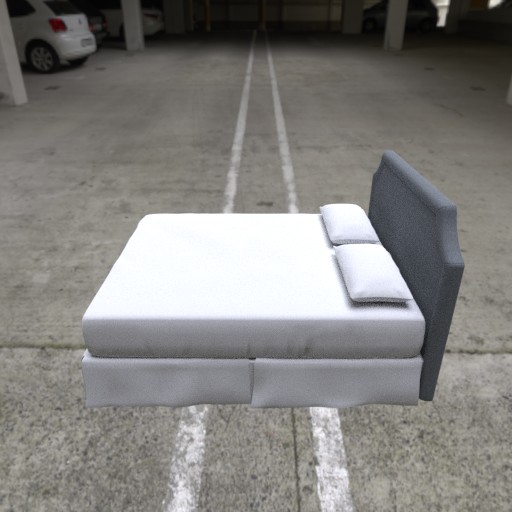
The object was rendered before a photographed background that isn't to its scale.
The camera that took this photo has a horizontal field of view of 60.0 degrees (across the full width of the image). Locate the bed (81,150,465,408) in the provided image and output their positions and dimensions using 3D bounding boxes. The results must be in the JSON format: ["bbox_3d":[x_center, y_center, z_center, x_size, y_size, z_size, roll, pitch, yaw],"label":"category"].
[{"bbox_3d":[0.000,0.000,3.347,2.259,1.296,1.811,0,27,0],"label":"bed"}]
